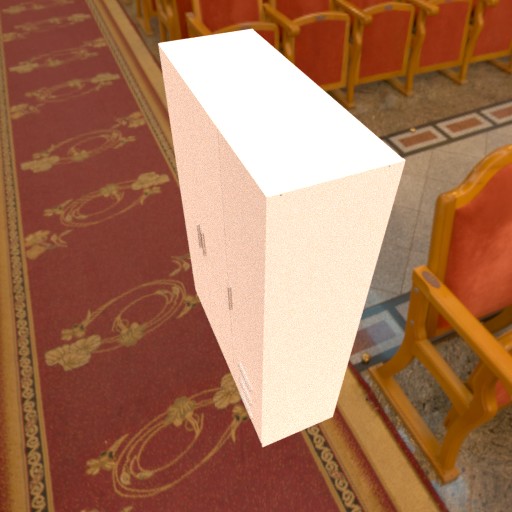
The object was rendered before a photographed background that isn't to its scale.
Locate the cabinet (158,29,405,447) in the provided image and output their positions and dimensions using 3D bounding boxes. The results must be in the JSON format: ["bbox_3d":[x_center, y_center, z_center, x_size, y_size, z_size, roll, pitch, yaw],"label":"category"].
[{"bbox_3d":[0.000,0.000,2.471,0.510,1.910,1.290,-17,48,-16],"label":"cabinet"}]
